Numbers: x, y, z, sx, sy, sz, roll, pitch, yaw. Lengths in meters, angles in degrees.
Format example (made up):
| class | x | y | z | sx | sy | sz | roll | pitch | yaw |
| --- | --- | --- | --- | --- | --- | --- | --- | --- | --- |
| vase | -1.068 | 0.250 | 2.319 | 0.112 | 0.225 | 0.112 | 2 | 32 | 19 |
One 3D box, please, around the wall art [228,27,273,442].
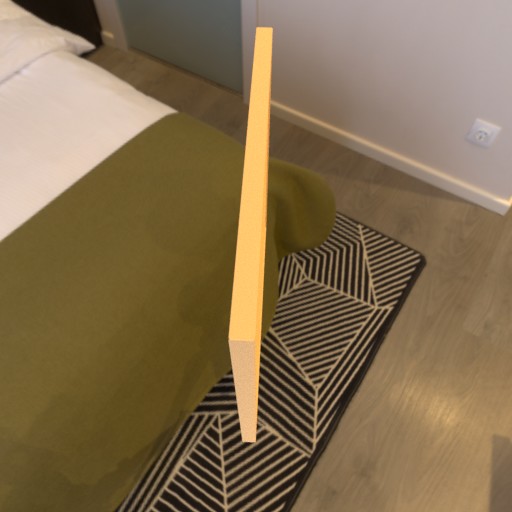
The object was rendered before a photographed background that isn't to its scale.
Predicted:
| class | x | y | z | sx | sy | sz | roll | pitch | yaw |
| --- | --- | --- | --- | --- | --- | --- | --- | --- | --- |
| wall art | 0.000 | 0.000 | 1.134 | 0.037 | 0.761 | 0.761 | 2 | 58 | 2 |
